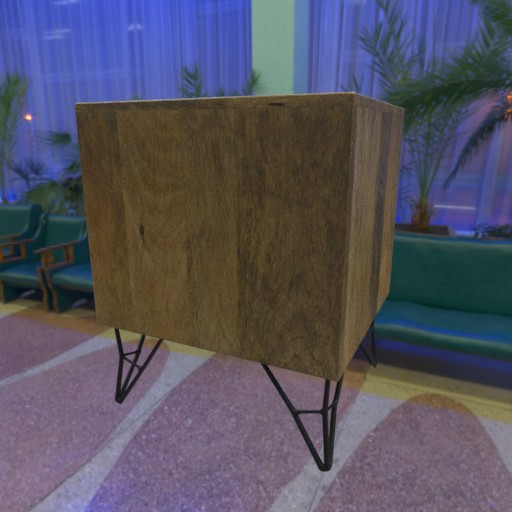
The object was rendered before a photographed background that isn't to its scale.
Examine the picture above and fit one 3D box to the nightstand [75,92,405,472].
[{"bbox_3d":[0.000,0.000,0.869,0.457,0.559,0.406,7,17,25],"label":"nightstand"}]
